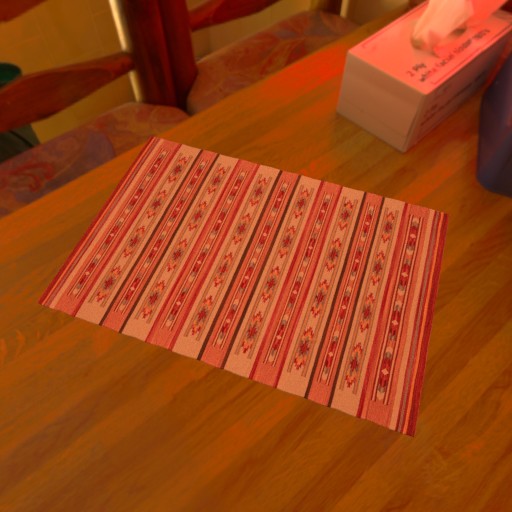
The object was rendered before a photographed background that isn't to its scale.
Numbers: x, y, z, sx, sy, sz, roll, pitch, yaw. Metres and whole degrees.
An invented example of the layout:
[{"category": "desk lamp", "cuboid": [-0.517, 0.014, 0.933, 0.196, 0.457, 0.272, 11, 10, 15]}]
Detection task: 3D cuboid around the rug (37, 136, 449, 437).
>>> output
[{"category": "rug", "cuboid": [0.000, 0.000, 2.288, 1.817, 0.008, 1.223, 17, 59, 10]}]
